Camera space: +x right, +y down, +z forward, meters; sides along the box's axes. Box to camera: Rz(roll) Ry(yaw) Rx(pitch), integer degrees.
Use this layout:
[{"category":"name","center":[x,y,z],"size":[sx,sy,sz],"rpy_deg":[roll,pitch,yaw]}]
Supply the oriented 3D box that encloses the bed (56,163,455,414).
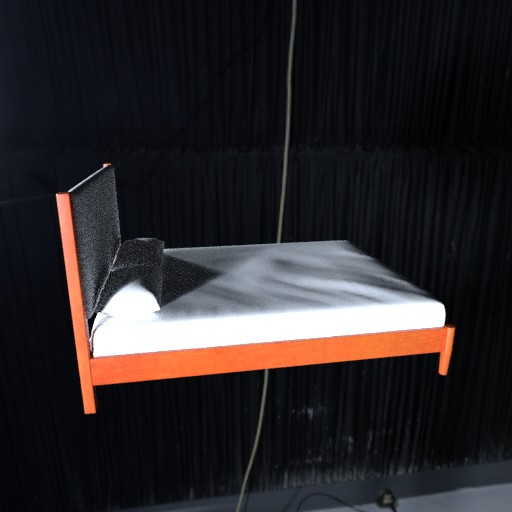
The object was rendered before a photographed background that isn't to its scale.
[{"category":"bed","center":[0.000,0.000,3.079],"size":[2.117,1.165,1.566],"rpy_deg":[-3,17,-10]}]
